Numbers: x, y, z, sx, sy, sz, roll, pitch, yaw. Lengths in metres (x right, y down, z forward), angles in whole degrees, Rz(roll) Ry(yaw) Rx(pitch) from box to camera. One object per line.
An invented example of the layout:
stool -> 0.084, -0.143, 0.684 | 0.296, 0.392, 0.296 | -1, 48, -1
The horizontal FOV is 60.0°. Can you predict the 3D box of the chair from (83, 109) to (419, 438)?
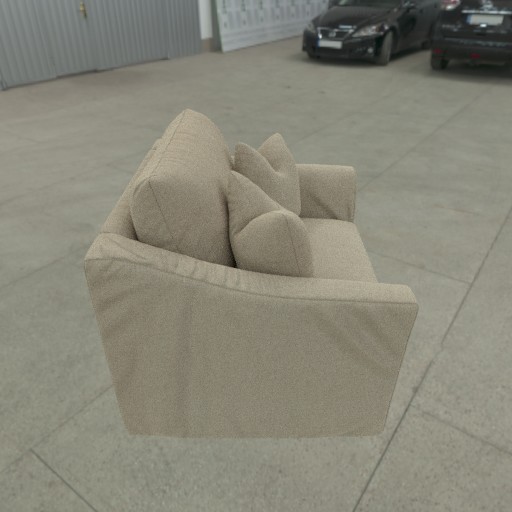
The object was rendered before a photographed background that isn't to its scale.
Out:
chair -> 0.000, 0.000, 2.001 | 1.071, 1.093, 1.194 | 0, 33, 0
